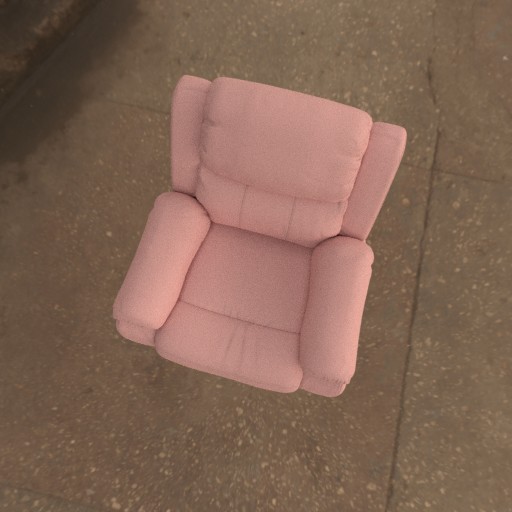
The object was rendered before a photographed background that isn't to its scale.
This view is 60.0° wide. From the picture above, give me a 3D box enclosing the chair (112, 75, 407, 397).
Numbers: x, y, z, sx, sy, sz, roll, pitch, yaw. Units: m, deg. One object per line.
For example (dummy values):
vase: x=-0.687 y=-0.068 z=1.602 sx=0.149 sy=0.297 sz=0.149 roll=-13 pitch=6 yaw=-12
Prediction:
chair: x=0.000 y=0.000 z=1.289 sx=0.680 sy=0.702 sz=0.709 roll=15 pitch=76 yaw=4
